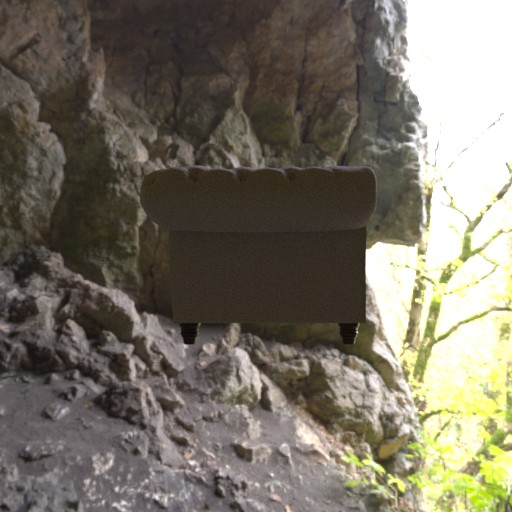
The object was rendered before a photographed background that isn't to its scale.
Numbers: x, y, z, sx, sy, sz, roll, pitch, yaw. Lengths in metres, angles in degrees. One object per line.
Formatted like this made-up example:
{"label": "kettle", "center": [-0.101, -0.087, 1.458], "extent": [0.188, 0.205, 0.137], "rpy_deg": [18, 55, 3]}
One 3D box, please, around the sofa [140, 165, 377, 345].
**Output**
{"label": "sofa", "center": [0.000, 0.000, 3.184], "extent": [1.076, 0.847, 2.694], "rpy_deg": [0, 0, 0]}
